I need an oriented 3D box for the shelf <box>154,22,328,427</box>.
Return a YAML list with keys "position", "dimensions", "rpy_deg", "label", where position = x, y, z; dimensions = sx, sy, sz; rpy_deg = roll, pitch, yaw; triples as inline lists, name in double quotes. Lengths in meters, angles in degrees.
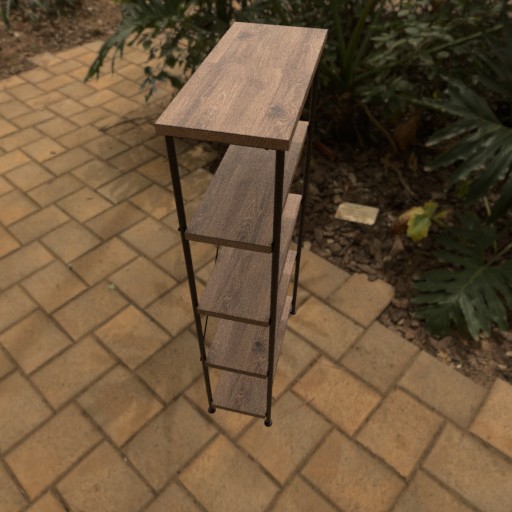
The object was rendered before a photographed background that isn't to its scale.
- position: [0.000, 0.000, 2.013]
  dimensions: [0.360, 1.700, 0.800]
  rpy_deg: [10, 46, 9]
  label: "shelf"
